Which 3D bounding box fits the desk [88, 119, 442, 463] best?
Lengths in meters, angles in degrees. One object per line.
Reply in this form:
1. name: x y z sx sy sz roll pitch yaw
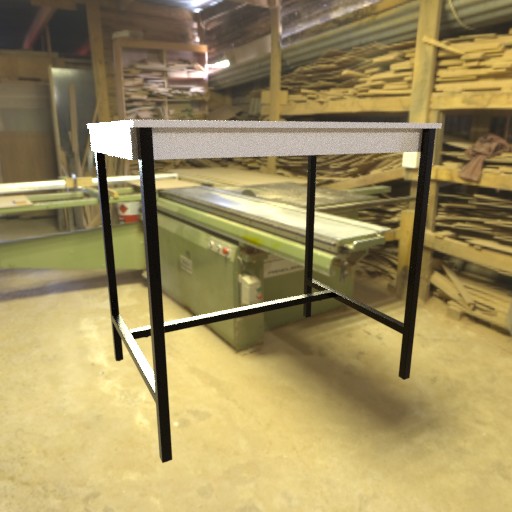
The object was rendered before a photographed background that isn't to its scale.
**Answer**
1. desk: 0.000 0.000 1.339 0.811 0.766 0.573 -8 18 -27
